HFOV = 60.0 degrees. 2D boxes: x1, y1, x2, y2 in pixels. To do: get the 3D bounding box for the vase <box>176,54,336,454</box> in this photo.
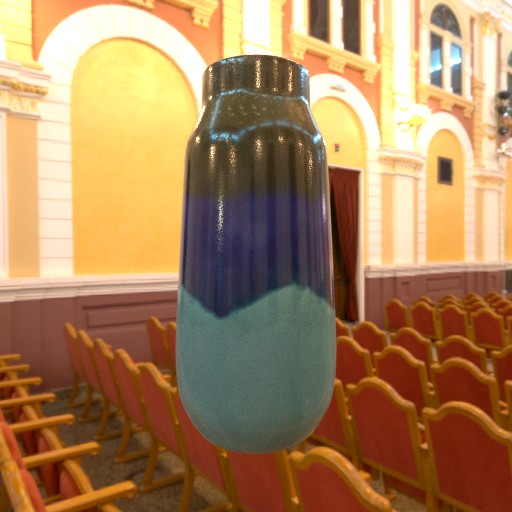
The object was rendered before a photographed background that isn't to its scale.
[{"bbox_3d":[0.000,0.000,0.387,0.139,0.313,0.139,0,1,0],"label":"vase"}]
